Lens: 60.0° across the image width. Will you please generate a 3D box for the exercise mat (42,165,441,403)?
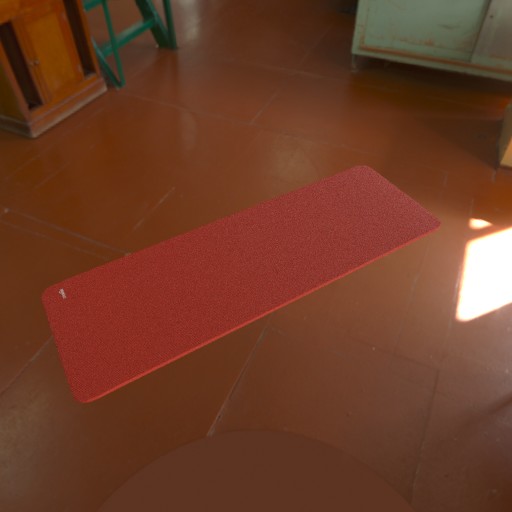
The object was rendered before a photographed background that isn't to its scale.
[{"bbox_3d":[0.000,0.000,2.096,1.869,0.021,0.616,-24,51,-21],"label":"exercise mat"}]
